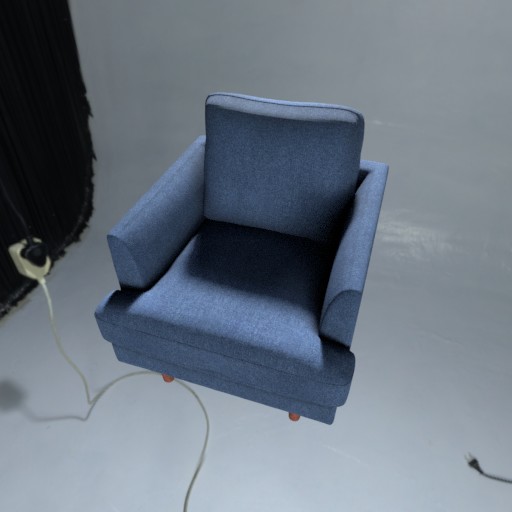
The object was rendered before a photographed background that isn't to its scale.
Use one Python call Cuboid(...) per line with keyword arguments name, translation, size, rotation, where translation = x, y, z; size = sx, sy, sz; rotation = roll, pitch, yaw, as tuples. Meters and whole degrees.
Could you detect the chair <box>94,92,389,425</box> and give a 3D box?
Cuboid(name="chair", translation=(0.000, 0.000, 1.657), size=(0.858, 0.957, 0.899), rotation=(12, 43, 14))
